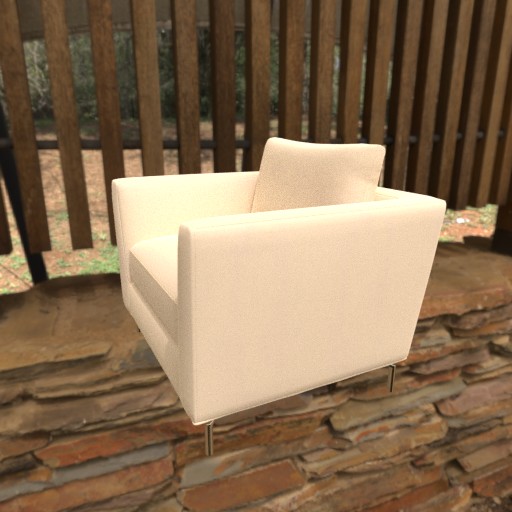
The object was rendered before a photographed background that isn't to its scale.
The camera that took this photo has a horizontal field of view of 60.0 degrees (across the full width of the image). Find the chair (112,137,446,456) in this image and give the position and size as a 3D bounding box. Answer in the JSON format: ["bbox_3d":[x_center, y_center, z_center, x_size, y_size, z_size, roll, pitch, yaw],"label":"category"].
[{"bbox_3d":[0.000,0.000,1.721,0.889,0.865,1.041,-8,19,-26],"label":"chair"}]
